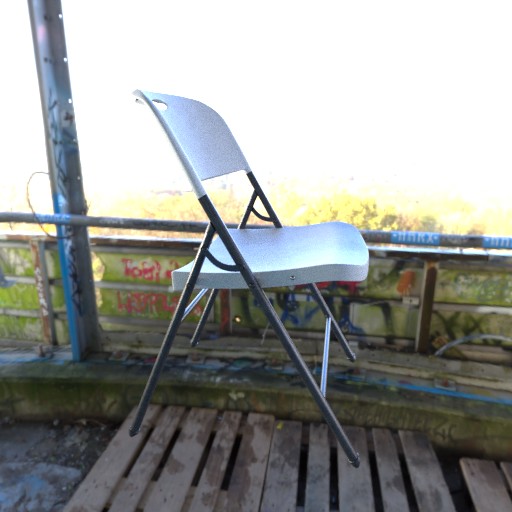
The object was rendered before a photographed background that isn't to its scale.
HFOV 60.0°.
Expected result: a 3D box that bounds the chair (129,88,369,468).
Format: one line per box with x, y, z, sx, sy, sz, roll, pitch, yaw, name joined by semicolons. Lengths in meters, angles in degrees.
0.000;0.000;1.148;0.566;0.810;0.494;3;17;10;chair
